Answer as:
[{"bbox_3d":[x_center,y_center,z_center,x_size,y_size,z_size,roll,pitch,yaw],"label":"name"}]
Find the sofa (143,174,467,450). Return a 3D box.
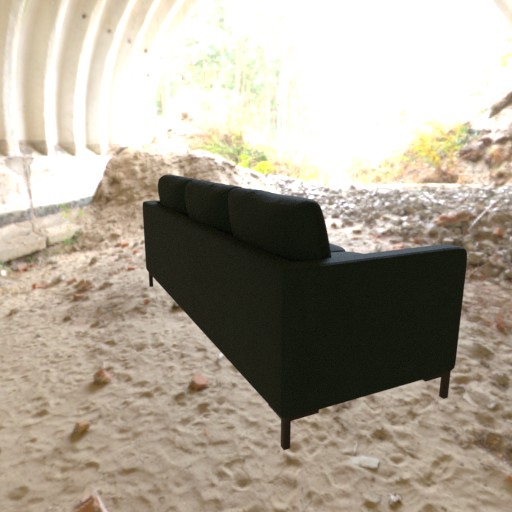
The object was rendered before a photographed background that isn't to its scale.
[{"bbox_3d":[0.000,0.000,2.597,0.859,0.870,2.218,-6,15,-25],"label":"sofa"}]
